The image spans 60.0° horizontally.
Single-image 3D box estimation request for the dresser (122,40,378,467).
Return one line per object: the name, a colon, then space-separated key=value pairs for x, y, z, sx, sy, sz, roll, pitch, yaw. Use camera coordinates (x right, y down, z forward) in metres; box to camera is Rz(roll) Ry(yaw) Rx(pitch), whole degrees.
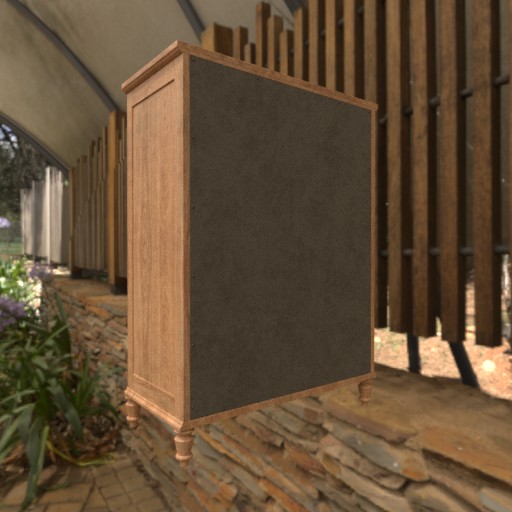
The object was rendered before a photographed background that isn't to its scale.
dresser: x=0.000 y=0.000 z=1.834 sx=0.973 sy=1.318 sz=0.484 roll=0 pitch=1 yaw=-38
